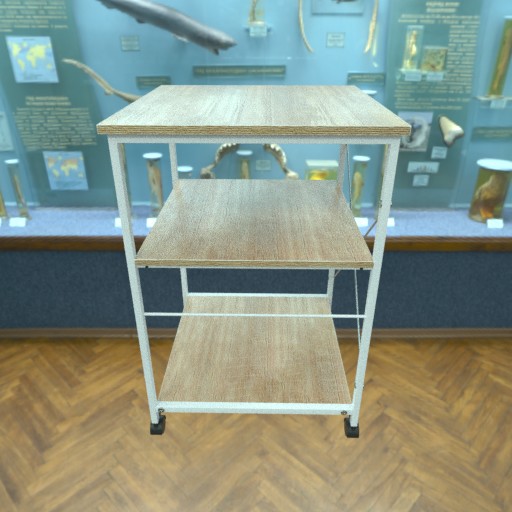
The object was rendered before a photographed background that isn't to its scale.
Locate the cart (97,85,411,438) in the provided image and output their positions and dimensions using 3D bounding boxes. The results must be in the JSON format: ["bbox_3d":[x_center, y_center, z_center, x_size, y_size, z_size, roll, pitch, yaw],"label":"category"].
[{"bbox_3d":[0.000,0.000,1.138,0.520,0.762,0.521,0,28,1],"label":"cart"}]
